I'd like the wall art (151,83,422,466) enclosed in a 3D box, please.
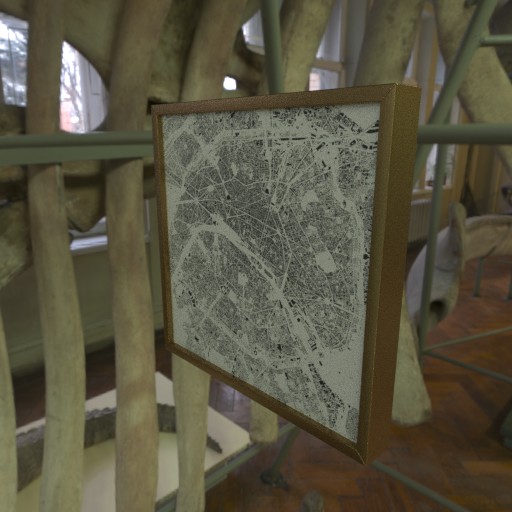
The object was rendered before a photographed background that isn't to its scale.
[{"bbox_3d":[0.000,0.000,0.452,0.037,0.305,0.305,-14,21,-43],"label":"wall art"}]
